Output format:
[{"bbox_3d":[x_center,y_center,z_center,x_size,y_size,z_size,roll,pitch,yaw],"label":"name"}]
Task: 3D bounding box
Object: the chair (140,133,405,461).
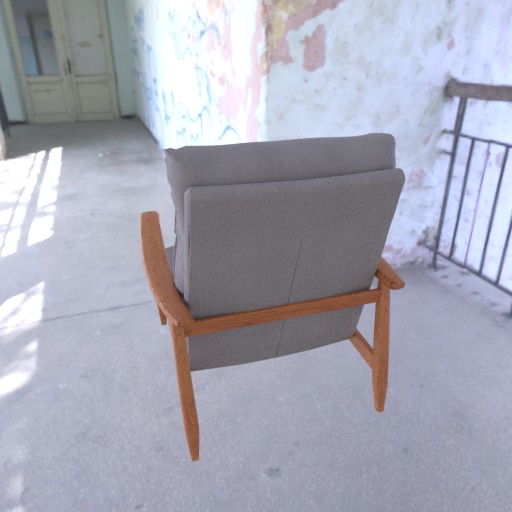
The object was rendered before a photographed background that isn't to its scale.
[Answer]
[{"bbox_3d":[0.000,0.000,1.578,0.782,0.922,0.816,-8,27,-16],"label":"chair"}]
